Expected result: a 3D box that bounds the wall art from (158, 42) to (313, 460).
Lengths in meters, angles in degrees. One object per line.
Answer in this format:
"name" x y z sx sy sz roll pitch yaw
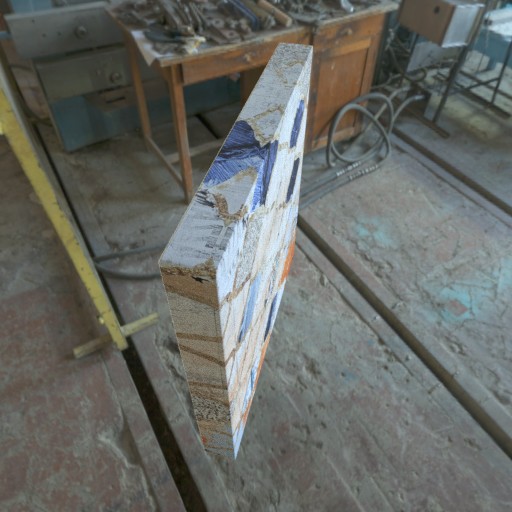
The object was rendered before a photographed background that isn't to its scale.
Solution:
"wall art" 0.000 0.000 0.451 0.036 0.304 0.303 11 49 10
